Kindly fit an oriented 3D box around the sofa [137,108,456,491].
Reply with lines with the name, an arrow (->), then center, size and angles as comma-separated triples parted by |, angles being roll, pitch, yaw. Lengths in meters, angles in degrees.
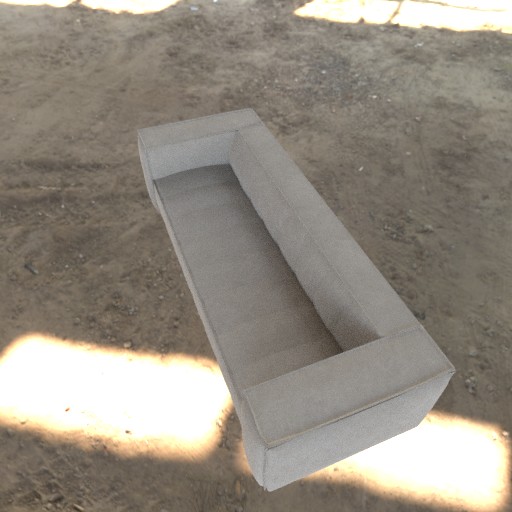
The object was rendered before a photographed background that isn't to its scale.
sofa -> 0.000, 0.000, 3.021 | 1.038, 0.680, 2.697 | -16, 49, -15
